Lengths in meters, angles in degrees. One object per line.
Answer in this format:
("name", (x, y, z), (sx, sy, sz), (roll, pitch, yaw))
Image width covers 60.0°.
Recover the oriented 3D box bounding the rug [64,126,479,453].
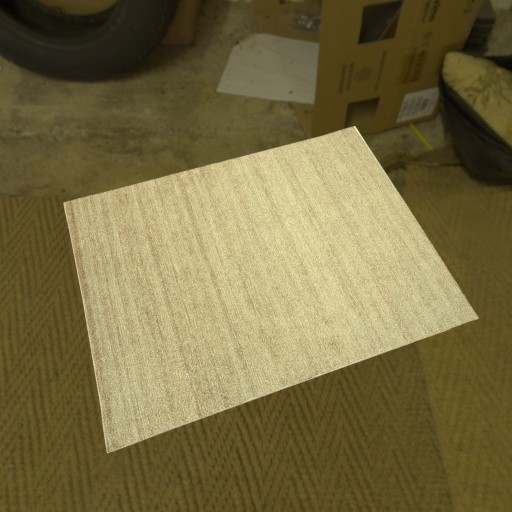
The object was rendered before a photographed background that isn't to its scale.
("rug", (0.000, 0.000, 4.087), (3.202, 0.045, 2.434), (-17, 61, -10))
